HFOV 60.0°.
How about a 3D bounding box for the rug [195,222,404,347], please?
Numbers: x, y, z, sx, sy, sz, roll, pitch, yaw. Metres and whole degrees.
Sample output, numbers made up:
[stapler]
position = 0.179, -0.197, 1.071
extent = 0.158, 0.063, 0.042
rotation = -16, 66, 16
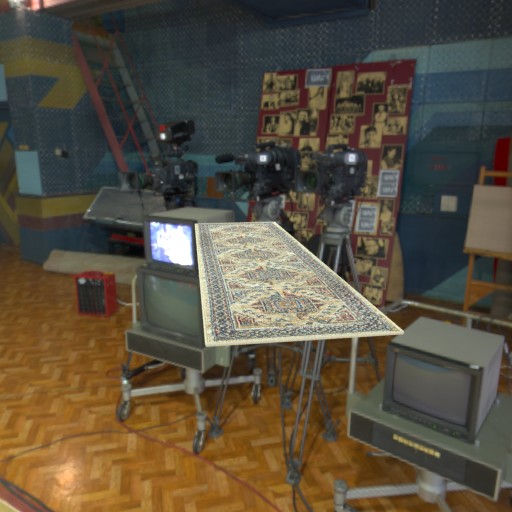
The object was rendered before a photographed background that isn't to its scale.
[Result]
[rug]
position = 0.000, 0.000, 2.534
extent = 0.661, 0.013, 2.297
rotation = -2, 14, -8
